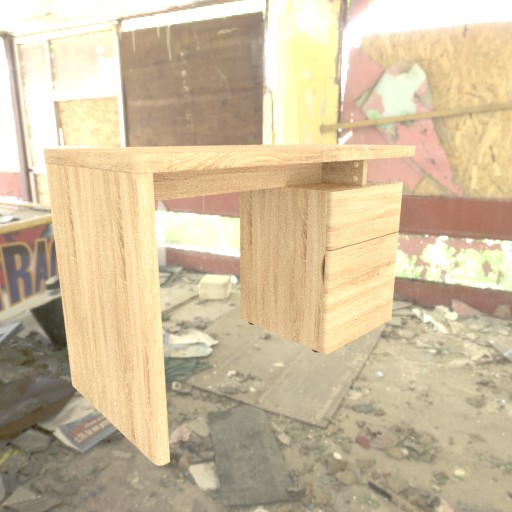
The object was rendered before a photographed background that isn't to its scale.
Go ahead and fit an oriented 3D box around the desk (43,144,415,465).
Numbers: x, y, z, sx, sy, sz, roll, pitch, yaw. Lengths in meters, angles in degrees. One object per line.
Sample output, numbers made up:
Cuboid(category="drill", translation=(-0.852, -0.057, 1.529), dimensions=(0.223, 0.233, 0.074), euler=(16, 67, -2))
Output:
Cuboid(category="desk", translation=(0.000, 0.000, 1.590), dimensions=(1.200, 0.760, 0.550), euler=(-14, 21, -42))
